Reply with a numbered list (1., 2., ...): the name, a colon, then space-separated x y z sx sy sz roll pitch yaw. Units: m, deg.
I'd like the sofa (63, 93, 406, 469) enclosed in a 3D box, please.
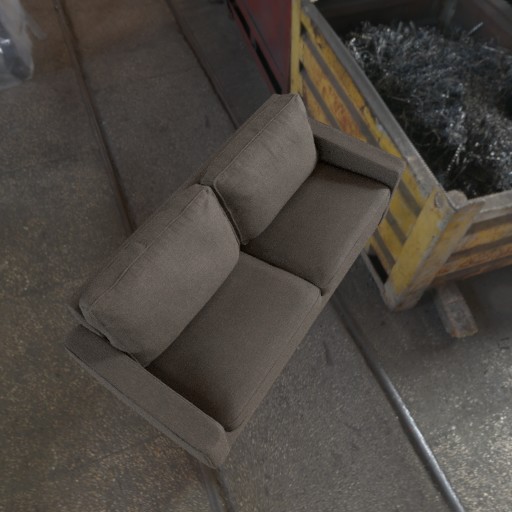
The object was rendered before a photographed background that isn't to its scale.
1. sofa: 0.000 0.000 2.576 0.940 0.919 2.080 30 63 17
